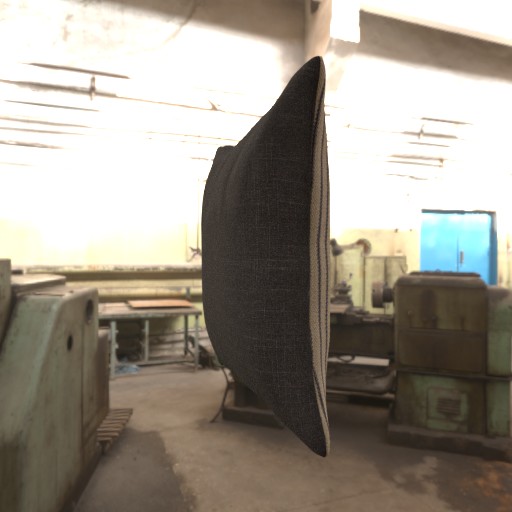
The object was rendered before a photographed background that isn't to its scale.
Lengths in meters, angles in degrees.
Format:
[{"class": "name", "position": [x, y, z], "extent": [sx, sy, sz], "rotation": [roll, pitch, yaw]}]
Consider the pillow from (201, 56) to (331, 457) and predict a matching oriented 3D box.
[{"class": "pillow", "position": [0.000, 0.000, 0.696], "extent": [0.138, 0.444, 0.468], "rotation": [0, 0, -18]}]
